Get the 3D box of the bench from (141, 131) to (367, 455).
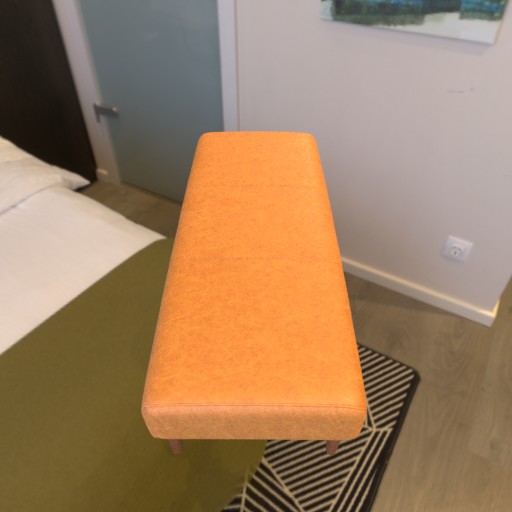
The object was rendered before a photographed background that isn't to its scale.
[{"bbox_3d":[0.000,0.000,1.892,0.653,0.399,1.610,0,42,0],"label":"bench"}]
